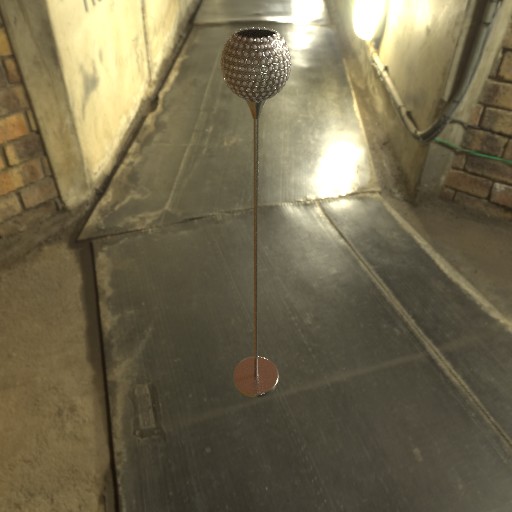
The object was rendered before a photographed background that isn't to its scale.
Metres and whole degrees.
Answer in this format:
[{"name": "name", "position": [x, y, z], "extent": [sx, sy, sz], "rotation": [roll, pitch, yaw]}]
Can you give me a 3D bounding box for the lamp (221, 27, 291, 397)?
[{"name": "lamp", "position": [0.000, 0.000, 1.951], "extent": [0.254, 1.805, 0.254], "rotation": [0, 40, 0]}]
